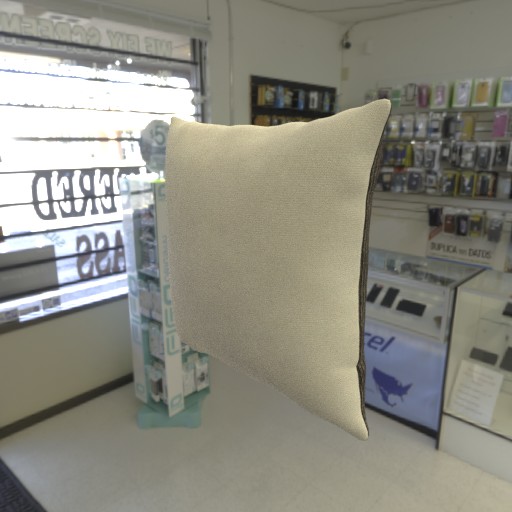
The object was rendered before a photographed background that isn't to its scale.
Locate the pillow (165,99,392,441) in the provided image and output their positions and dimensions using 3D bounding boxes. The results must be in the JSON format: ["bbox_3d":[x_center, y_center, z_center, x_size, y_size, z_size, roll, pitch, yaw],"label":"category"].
[{"bbox_3d":[0.000,0.000,0.687,0.196,0.434,0.433,-13,20,-42],"label":"pillow"}]
